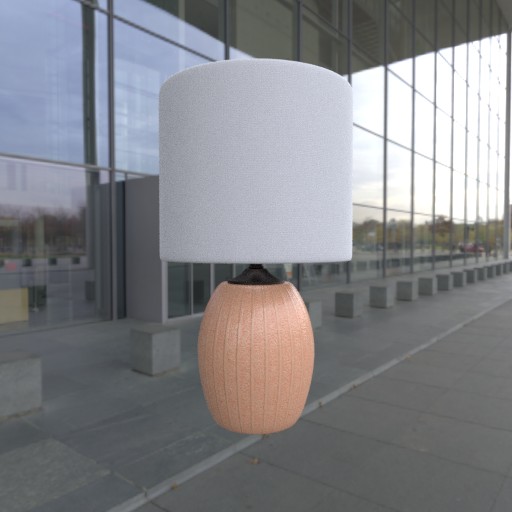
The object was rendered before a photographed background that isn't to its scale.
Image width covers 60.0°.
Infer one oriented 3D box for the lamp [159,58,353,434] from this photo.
[{"bbox_3d":[0.000,0.000,0.774,0.329,0.570,0.329,0,2,0],"label":"lamp"}]
